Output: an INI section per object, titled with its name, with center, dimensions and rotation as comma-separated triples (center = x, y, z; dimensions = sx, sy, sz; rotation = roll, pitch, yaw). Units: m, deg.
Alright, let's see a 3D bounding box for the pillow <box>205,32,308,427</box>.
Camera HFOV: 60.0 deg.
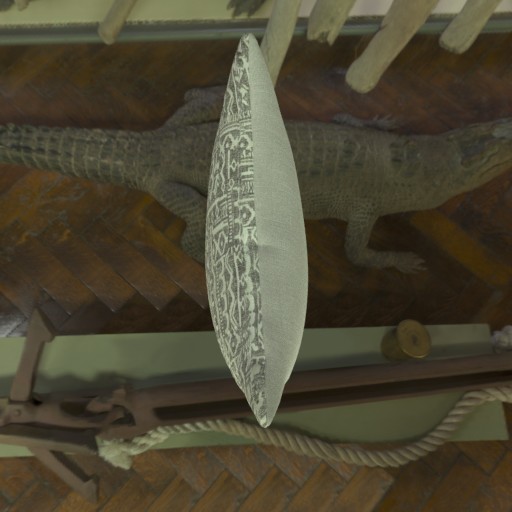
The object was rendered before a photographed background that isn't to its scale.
[pillow]
center = 0.000, 0.000, 0.797
dimensions = 0.180, 0.487, 0.546
rotation = -2, 75, -1
